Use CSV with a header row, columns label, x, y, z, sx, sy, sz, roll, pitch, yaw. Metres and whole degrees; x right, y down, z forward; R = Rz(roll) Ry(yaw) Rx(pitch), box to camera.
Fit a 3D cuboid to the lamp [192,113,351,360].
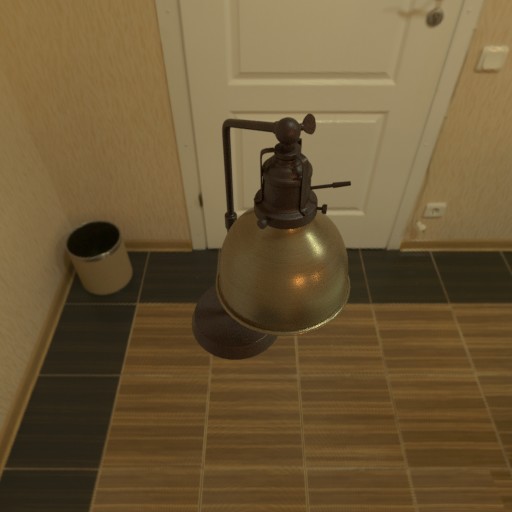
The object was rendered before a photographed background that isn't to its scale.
label,x,y,z,sx,sy,sz,roll,pitch,yaw
lamp,0.000,0.000,0.610,0.175,0.469,0.298,-22,51,-19
